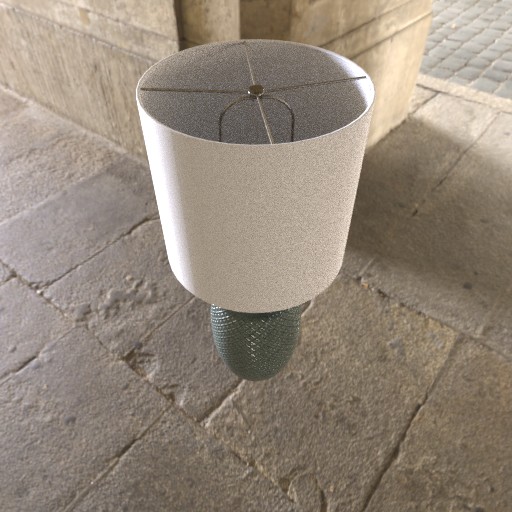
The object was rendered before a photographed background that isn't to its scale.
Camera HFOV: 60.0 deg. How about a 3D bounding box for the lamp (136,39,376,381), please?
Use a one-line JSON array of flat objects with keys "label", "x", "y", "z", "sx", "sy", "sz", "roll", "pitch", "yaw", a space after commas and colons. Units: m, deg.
[{"label": "lamp", "x": 0.000, "y": 0.000, "z": 0.568, "sx": 0.217, "sy": 0.453, "sz": 0.217, "roll": -5, "pitch": 46, "yaw": -5}]
